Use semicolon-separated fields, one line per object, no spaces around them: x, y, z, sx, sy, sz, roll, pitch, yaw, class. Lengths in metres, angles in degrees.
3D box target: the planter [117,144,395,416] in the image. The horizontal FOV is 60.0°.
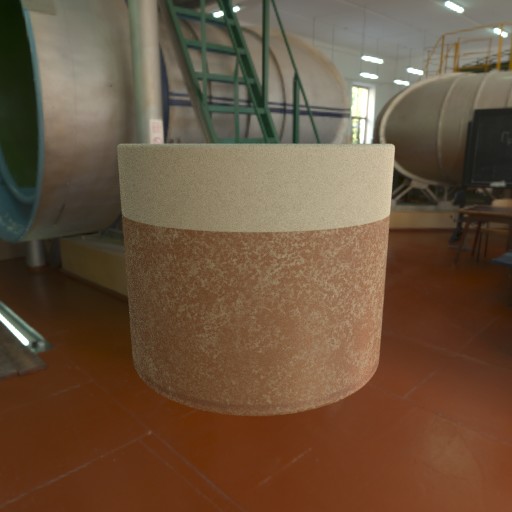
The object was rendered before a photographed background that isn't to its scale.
0.000;0.000;0.281;0.159;0.138;0.159;0;14;0;planter
